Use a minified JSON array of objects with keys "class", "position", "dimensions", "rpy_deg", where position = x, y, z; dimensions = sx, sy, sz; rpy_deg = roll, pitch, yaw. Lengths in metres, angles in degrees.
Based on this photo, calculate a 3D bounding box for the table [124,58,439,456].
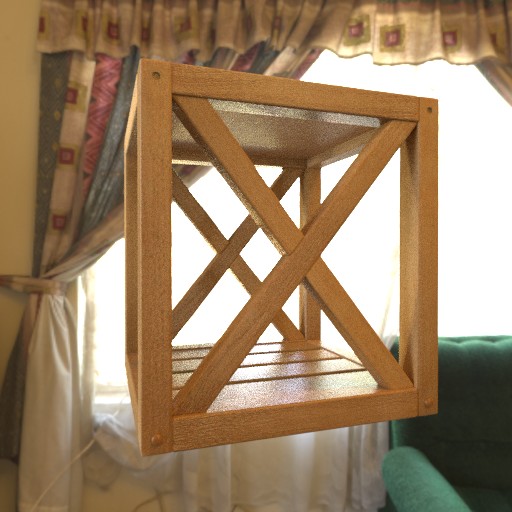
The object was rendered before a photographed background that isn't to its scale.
[{"class":"table","position":[0.000,0.000,1.021],"dimensions":[0.559,0.610,0.558],"rpy_deg":[0,1,-19]}]
